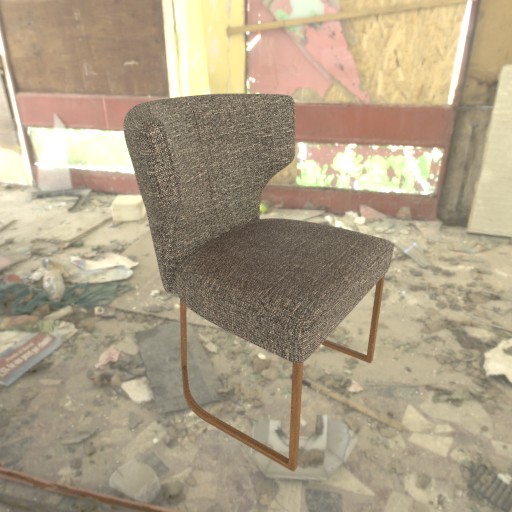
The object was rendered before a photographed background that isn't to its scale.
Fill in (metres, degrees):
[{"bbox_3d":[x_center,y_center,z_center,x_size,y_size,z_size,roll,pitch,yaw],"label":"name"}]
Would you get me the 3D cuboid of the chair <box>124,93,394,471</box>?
[{"bbox_3d":[0.000,0.000,1.256,0.617,0.824,0.611,17,31,31],"label":"chair"}]
